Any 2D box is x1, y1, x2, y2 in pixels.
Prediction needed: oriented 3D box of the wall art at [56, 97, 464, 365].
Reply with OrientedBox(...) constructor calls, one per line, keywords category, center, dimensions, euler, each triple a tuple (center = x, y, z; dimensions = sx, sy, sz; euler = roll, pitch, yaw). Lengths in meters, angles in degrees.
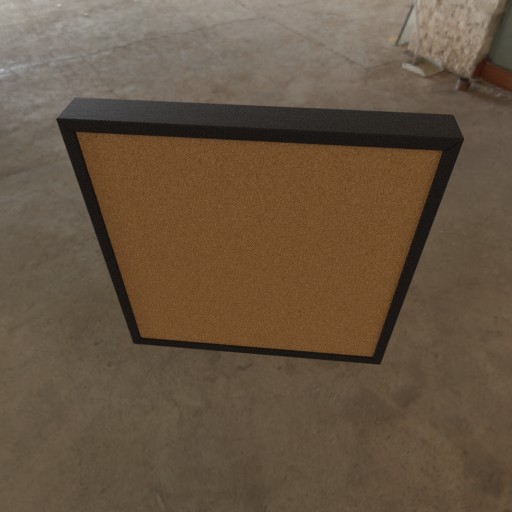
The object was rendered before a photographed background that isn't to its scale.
OrientedBox(category="wall art", center=(0.000, 0.000, 0.449), dimensions=(0.305, 0.305, 0.037), euler=(4, 45, 4))
